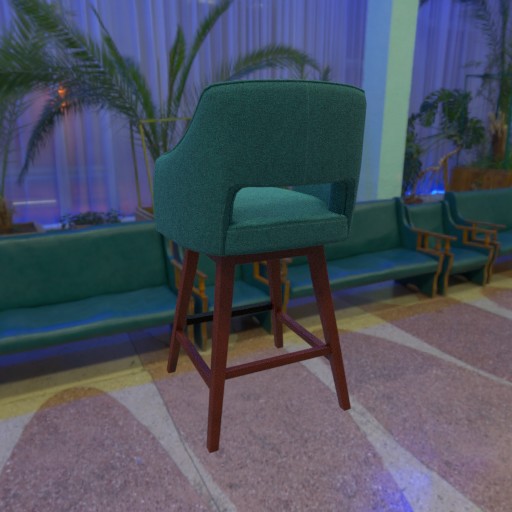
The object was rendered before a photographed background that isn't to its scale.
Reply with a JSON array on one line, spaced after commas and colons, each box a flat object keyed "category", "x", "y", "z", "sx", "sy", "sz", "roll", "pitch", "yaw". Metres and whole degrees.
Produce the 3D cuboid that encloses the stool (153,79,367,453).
[{"category": "stool", "x": 0.000, "y": 0.000, "z": 1.354, "sx": 0.548, "sy": 0.961, "sz": 0.556, "roll": -7, "pitch": 18, "yaw": -24}]
